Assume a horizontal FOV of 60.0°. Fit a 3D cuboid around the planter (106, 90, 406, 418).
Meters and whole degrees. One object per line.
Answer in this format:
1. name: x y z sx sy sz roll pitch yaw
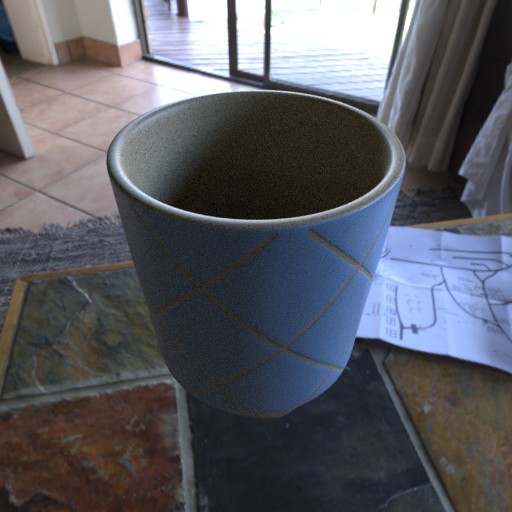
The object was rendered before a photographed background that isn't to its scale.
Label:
1. planter: 0.000 0.000 0.421 0.227 0.235 0.227 0 40 0
